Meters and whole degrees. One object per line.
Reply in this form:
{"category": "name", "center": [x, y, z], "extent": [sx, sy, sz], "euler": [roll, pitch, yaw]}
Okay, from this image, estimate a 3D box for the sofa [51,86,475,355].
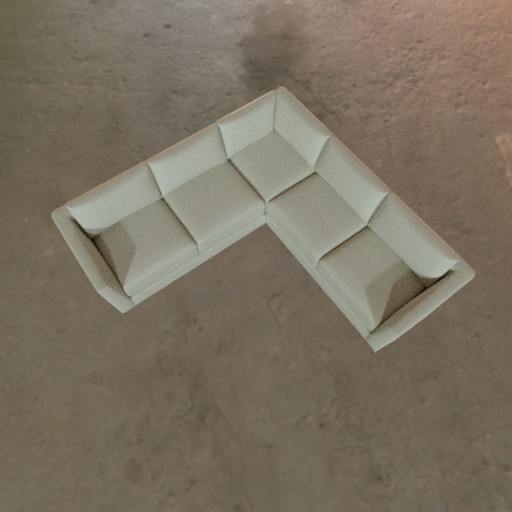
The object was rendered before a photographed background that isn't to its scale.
{"category": "sofa", "center": [0.000, 0.000, 3.731], "extent": [2.430, 0.867, 2.448], "euler": [-33, 68, -15]}
